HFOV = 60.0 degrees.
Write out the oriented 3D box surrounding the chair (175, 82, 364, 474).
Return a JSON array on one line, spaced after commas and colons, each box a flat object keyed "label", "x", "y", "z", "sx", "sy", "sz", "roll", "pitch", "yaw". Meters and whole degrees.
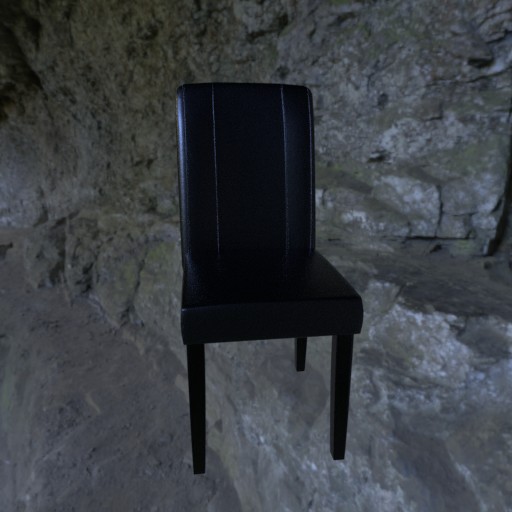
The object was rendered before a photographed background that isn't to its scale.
[{"label": "chair", "x": 0.000, "y": 0.000, "z": 1.171, "sx": 0.399, "sy": 0.897, "sz": 0.556, "roll": -2, "pitch": 17, "yaw": -7}]
